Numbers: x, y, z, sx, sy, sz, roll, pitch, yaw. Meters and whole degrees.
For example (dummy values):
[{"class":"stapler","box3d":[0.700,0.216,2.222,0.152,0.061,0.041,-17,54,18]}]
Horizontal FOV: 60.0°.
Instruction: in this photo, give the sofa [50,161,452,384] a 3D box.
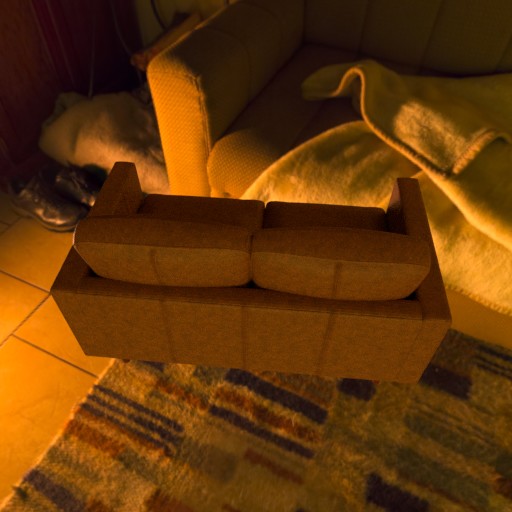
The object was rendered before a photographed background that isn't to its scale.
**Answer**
[{"class":"sofa","box3d":[0.000,0.000,2.172,1.578,0.951,0.909,4,48,4]}]
